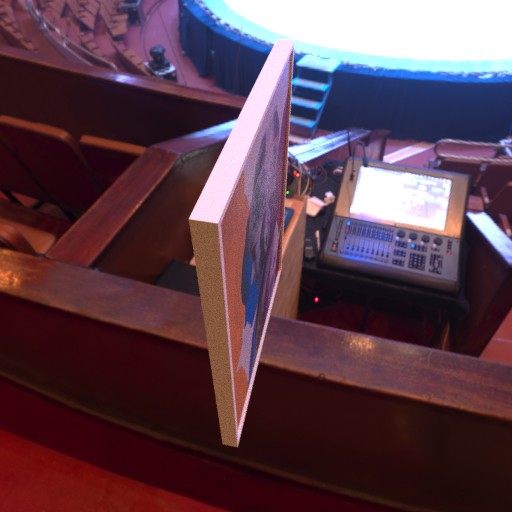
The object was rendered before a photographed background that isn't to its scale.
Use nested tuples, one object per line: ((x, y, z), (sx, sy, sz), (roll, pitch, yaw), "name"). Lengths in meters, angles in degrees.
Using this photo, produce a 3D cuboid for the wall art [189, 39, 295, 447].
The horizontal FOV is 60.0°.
((0.000, 0.000, 0.758), (0.030, 0.549, 0.443), (9, 47, 9), "wall art")
